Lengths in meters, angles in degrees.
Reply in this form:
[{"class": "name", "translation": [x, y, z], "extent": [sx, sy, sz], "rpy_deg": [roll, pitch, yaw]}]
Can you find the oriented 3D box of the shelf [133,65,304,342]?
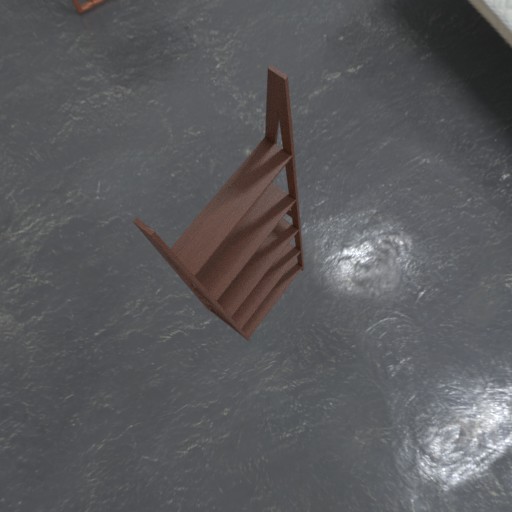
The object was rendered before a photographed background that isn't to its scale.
[{"class": "shelf", "translation": [0.000, 0.000, 2.040], "extent": [0.350, 1.770, 0.600], "rpy_deg": [37, 79, 8]}]
